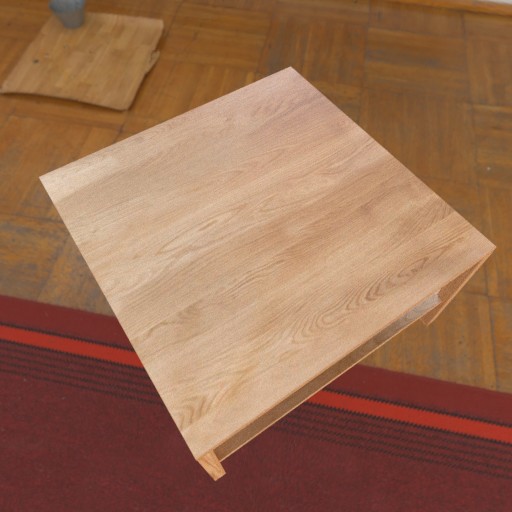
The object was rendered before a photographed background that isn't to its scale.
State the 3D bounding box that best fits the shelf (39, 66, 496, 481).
[{"bbox_3d":[0.000,0.000,1.415,0.899,0.480,0.899,-30,63,-17],"label":"shelf"}]
